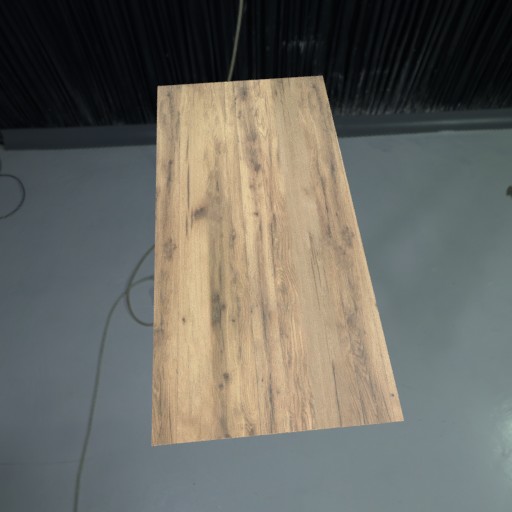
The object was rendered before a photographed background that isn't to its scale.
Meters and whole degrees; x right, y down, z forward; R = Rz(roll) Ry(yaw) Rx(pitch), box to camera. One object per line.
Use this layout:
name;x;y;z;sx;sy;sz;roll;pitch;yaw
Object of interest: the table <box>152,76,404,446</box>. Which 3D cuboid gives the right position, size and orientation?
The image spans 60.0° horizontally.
table;0.000;0.000;2.552;1.000;0.770;2.000;-5;62;-2
